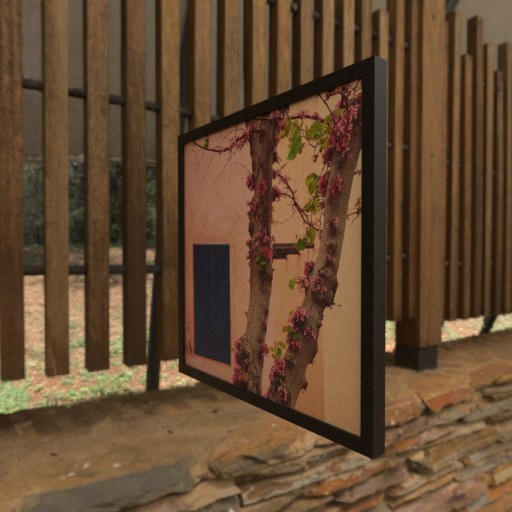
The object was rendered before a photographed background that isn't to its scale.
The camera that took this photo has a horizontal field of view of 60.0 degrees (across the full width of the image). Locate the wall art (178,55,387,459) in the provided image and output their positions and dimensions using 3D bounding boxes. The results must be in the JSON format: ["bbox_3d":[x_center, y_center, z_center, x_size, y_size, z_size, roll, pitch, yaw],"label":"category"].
[{"bbox_3d":[0.000,0.000,1.144,0.038,0.762,0.762,-1,1,-38],"label":"wall art"}]
